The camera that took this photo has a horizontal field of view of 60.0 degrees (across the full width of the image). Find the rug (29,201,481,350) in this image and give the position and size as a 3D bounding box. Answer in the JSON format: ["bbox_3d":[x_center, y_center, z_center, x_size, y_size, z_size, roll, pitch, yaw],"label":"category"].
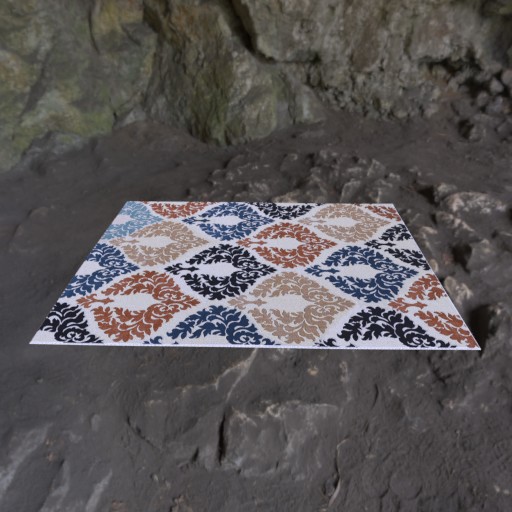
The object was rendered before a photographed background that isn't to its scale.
[{"bbox_3d":[0.000,0.000,4.010,3.040,0.014,2.423,1,30,1],"label":"rug"}]
